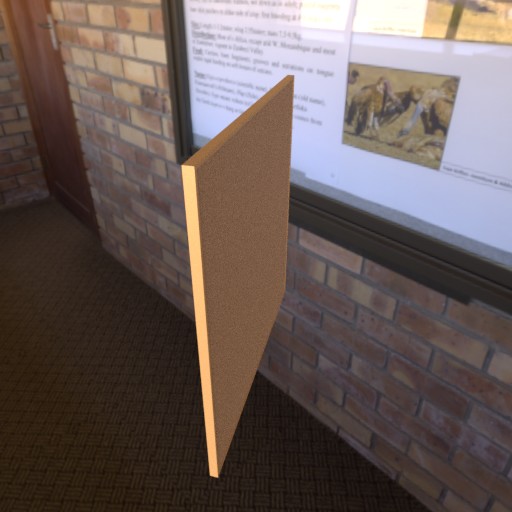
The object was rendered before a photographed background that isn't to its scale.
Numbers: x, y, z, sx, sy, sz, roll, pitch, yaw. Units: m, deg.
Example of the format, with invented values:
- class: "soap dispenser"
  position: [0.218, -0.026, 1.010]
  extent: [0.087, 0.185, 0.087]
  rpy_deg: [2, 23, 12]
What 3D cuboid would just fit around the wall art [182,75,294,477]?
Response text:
- class: "wall art"
  position: [0.000, 0.000, 0.690]
  extent: [0.013, 0.455, 0.457]
  rpy_deg: [8, 33, 13]
